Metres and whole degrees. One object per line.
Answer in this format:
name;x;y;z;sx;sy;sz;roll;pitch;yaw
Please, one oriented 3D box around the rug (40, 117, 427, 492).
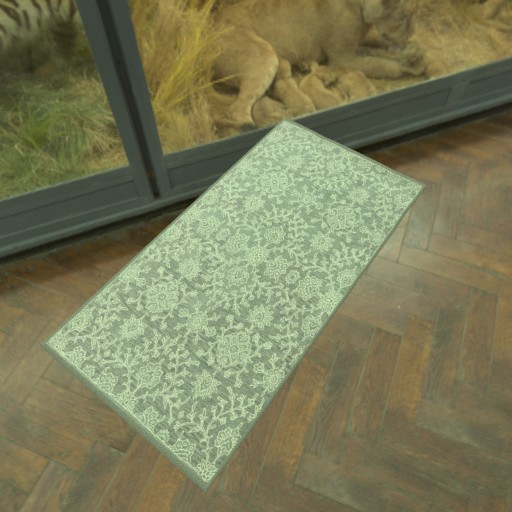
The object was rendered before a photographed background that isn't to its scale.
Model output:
rug;0.000;0.000;3.555;1.546;0.011;3.048;32;62;19
